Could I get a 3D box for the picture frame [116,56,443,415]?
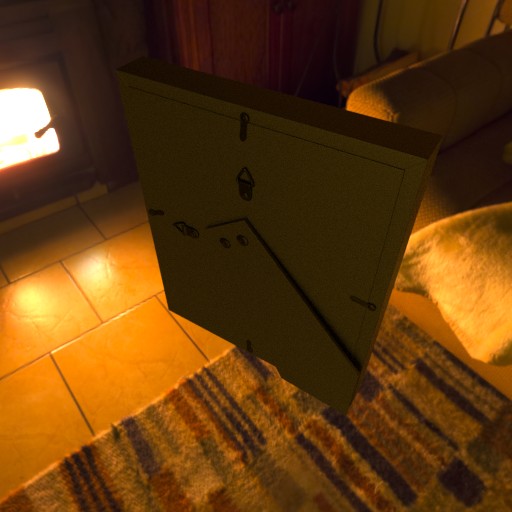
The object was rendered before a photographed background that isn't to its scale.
[{"bbox_3d":[0.000,0.000,0.390,0.232,0.284,0.042,23,49,22],"label":"picture frame"}]
